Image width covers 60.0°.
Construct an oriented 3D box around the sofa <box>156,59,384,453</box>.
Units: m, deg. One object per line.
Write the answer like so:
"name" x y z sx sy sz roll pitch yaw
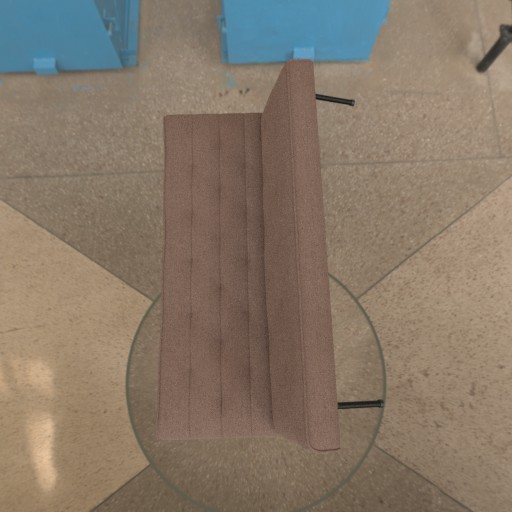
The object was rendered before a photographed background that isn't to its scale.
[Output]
"sofa" 0.000 0.000 2.321 1.038 0.810 1.820 -2 75 0
